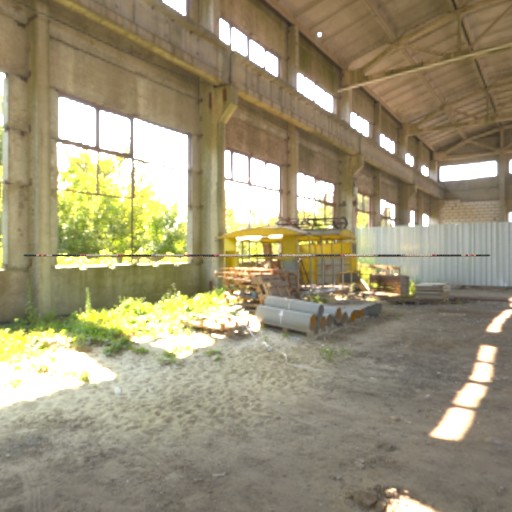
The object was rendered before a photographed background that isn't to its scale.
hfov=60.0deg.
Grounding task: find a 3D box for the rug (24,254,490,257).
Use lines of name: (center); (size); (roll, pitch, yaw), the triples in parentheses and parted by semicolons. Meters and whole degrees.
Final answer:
rug: (0.000, 0.000, 2.330); (1.825, 0.009, 1.221); (0, 0, 0)
